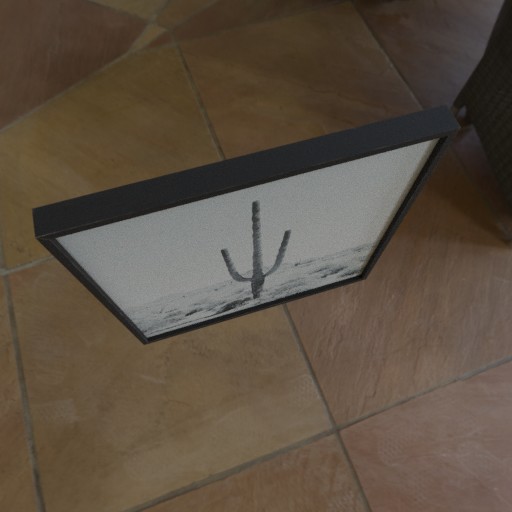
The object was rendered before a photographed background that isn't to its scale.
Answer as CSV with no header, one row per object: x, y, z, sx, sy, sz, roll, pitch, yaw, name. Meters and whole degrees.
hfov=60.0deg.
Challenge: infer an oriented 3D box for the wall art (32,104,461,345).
0.000,0.000,0.745,0.508,0.508,0.038,-16,67,-7,wall art
